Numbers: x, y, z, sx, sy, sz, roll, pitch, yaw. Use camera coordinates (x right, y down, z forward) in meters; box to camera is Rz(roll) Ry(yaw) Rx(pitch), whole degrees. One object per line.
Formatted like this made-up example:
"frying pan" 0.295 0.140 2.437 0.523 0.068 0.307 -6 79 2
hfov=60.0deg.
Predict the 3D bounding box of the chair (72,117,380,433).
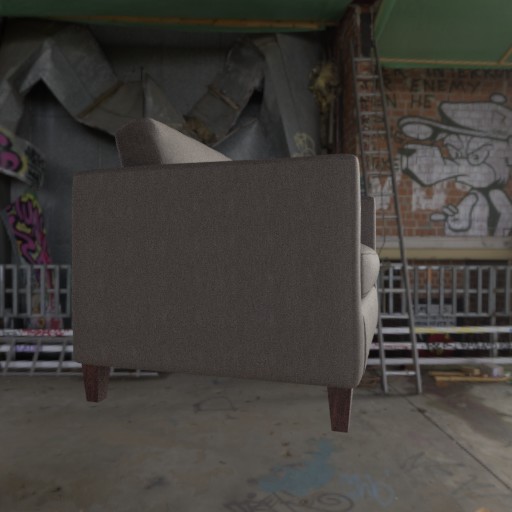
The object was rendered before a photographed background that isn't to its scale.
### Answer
"chair" 0.000 0.000 1.814 0.959 0.963 1.107 0 1 17
